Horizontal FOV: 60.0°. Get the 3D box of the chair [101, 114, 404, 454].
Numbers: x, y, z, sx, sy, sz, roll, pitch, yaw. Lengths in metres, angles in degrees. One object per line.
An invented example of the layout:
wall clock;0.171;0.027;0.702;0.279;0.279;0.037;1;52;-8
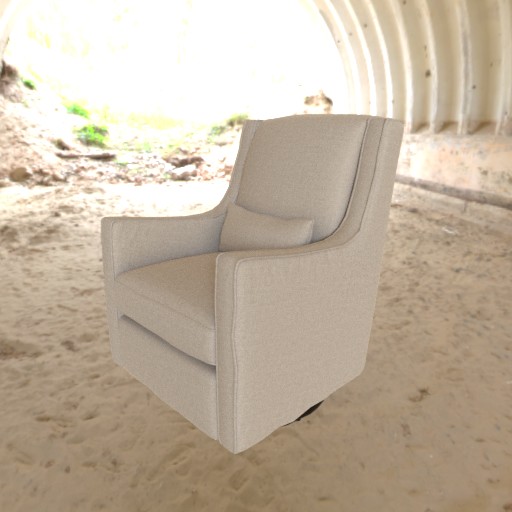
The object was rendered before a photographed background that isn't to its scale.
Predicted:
chair;0.000;0.000;1.606;0.879;0.993;0.732;-15;22;-42
